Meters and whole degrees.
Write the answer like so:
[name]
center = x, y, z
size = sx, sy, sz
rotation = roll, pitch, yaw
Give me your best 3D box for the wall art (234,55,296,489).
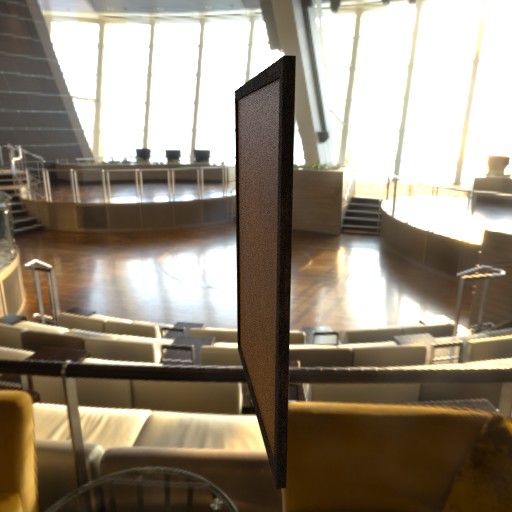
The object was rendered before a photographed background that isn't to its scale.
[wall art]
center = 0.000, 0.000, 1.426
size = 0.029, 1.066, 0.812
rotation = -3, 16, -9
